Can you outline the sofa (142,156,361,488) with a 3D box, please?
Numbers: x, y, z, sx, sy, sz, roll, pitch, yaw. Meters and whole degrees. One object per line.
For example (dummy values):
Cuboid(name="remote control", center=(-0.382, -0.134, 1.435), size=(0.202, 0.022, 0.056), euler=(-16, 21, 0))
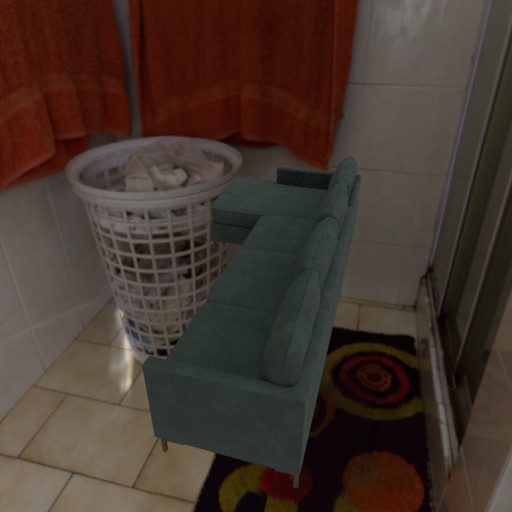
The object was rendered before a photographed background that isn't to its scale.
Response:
Cuboid(name="sofa", center=(0.000, 0.000, 3.888), size=(1.500, 0.967, 3.400), euler=(8, 32, 14))
